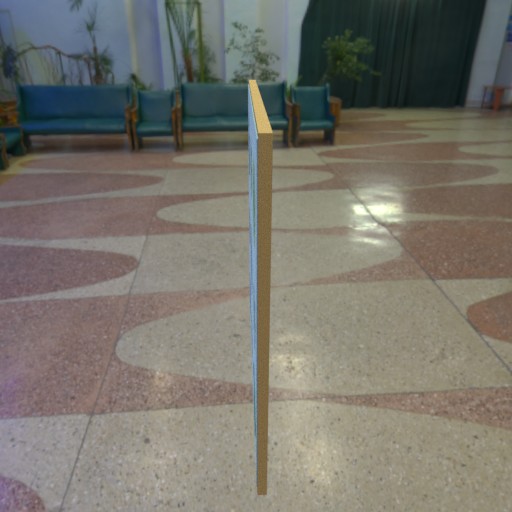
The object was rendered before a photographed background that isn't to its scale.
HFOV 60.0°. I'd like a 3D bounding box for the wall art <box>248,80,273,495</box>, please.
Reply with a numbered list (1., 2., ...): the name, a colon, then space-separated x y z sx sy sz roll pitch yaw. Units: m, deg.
1. wall art: 0.000 0.000 0.668 0.013 0.455 0.457 -1 27 -2
